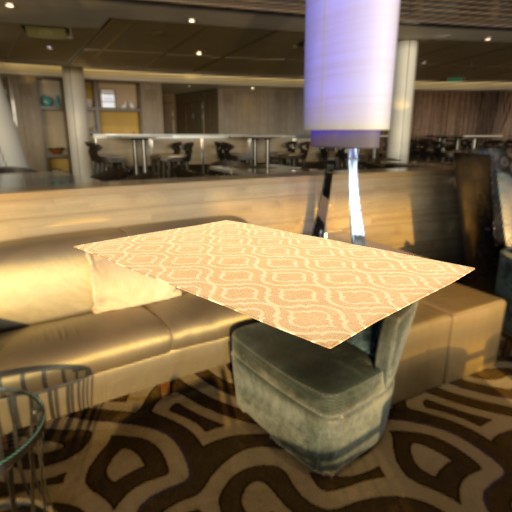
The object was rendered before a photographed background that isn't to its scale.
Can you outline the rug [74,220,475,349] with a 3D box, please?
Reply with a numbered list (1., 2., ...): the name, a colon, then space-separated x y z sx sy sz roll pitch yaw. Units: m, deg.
1. rug: 0.000 0.000 2.270 1.761 0.013 1.152 15 21 43
